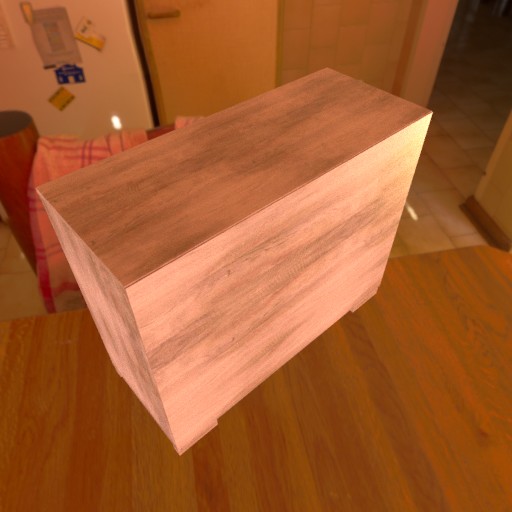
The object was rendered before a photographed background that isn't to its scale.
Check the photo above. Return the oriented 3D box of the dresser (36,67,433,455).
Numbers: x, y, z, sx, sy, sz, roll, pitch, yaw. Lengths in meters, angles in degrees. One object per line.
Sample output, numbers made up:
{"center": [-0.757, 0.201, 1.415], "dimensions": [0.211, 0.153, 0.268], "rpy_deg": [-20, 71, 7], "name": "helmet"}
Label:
{"center": [0.000, 0.000, 1.431], "dimensions": [0.994, 0.816, 0.404], "rpy_deg": [-32, 54, -28], "name": "dresser"}
